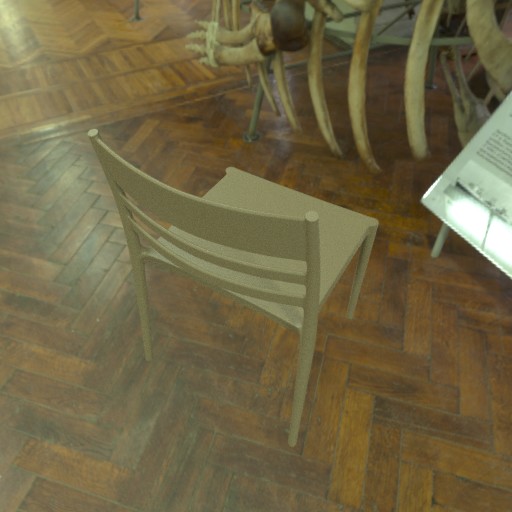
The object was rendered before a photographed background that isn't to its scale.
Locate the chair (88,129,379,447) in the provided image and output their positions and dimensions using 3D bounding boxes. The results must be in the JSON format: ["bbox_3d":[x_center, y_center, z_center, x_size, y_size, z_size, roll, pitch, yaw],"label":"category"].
[{"bbox_3d":[0.000,0.000,1.151,0.531,0.800,0.511,24,51,21],"label":"chair"}]
